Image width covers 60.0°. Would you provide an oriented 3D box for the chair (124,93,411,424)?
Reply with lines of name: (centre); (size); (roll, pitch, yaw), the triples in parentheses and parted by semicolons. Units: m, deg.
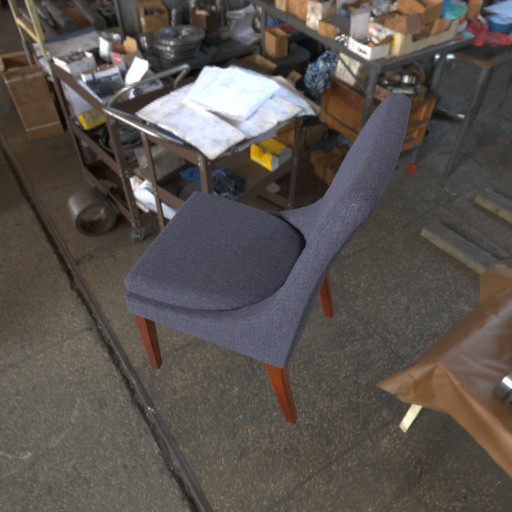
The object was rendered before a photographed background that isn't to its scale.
chair: (0.000, 0.000, 1.339); (0.655, 0.952, 0.508); (16, 49, 15)
